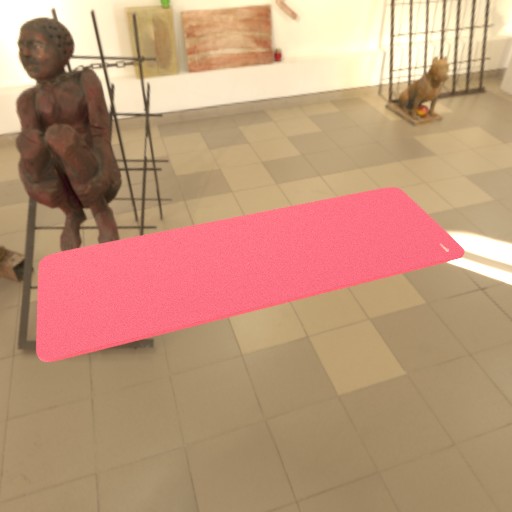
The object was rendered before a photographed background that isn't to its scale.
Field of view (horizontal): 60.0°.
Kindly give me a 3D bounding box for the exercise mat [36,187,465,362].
[{"bbox_3d":[0.000,0.000,2.034,1.884,0.021,0.616,-13,43,-14],"label":"exercise mat"}]
